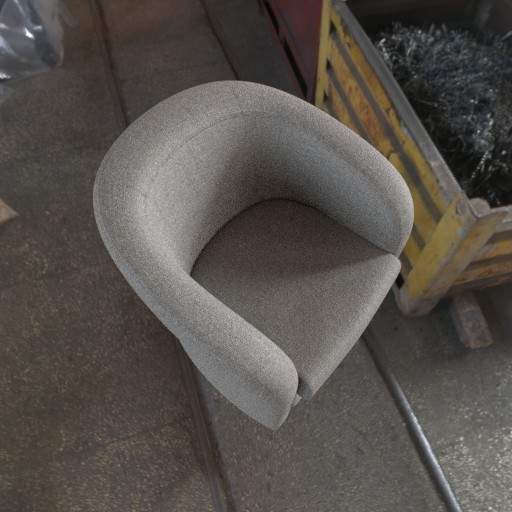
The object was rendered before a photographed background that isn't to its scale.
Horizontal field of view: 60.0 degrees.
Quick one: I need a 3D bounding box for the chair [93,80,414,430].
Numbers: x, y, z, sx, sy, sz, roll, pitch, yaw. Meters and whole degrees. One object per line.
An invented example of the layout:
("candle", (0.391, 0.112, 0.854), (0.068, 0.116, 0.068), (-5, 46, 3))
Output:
("chair", (0.000, 0.000, 1.443), (0.815, 0.771, 0.791), (34, 65, 19))
